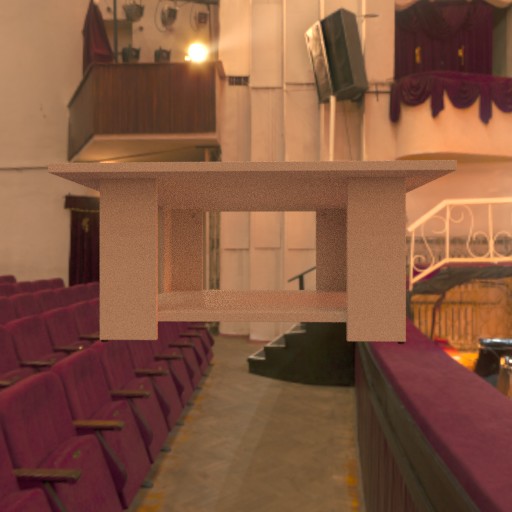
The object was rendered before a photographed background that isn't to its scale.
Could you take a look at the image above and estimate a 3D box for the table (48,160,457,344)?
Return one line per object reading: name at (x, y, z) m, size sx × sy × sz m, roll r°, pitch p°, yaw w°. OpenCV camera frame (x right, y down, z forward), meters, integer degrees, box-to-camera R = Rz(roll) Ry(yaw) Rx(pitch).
table at (0.000, 0.000, 1.061) m, size 0.670 × 0.305 × 0.670 m, roll 0°, pitch 0°, yaw 2°
